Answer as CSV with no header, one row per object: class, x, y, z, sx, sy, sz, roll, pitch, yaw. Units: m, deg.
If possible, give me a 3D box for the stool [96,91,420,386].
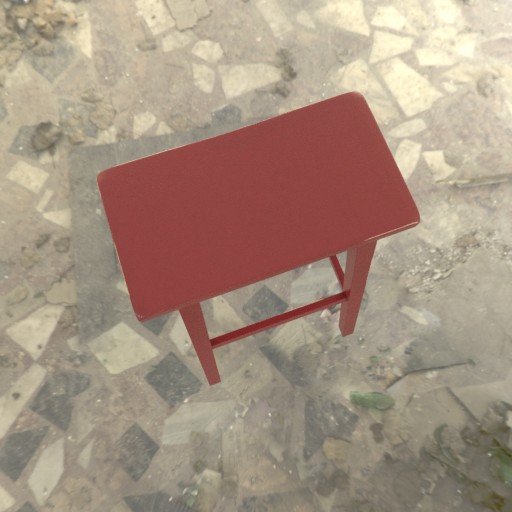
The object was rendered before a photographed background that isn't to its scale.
stool,0.000,0.000,1.028,0.457,0.737,0.476,-19,76,-5
